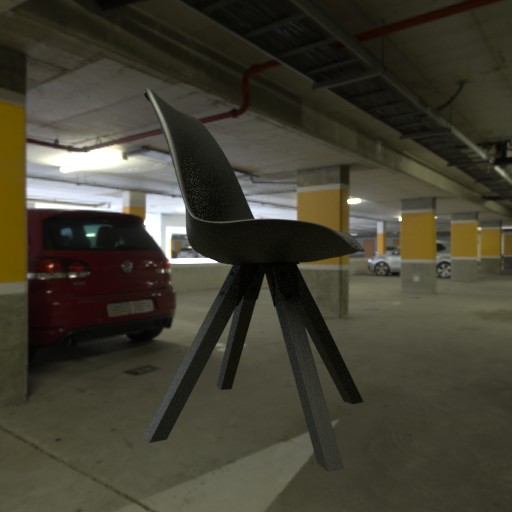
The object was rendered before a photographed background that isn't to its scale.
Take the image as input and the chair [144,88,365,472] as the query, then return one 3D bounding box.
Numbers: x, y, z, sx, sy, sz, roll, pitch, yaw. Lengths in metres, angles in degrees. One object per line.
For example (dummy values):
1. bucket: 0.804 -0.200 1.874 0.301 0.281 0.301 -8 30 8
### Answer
1. chair: 0.000 0.000 1.155 0.550 0.850 0.485 0 1 19
